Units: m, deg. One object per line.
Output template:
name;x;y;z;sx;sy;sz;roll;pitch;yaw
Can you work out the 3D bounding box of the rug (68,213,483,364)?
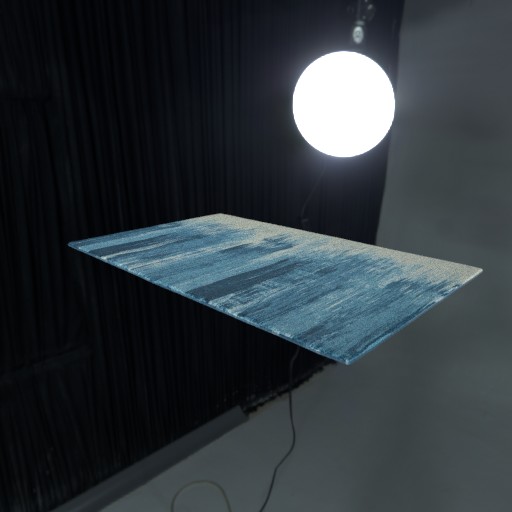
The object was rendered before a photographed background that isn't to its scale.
rug;0.000;0.000;3.011;2.450;0.027;1.540;16;23;42
